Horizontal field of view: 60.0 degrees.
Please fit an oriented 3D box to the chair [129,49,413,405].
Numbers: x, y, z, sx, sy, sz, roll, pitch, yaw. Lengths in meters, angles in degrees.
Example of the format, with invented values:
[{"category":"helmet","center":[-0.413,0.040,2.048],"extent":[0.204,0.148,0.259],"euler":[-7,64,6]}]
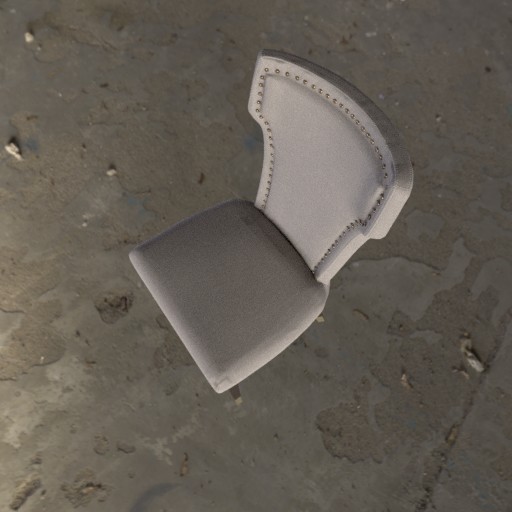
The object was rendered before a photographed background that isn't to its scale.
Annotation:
[{"category":"chair","center":[0.000,0.000,1.335],"extent":[0.630,0.950,0.526],"euler":[-32,68,-15]}]
